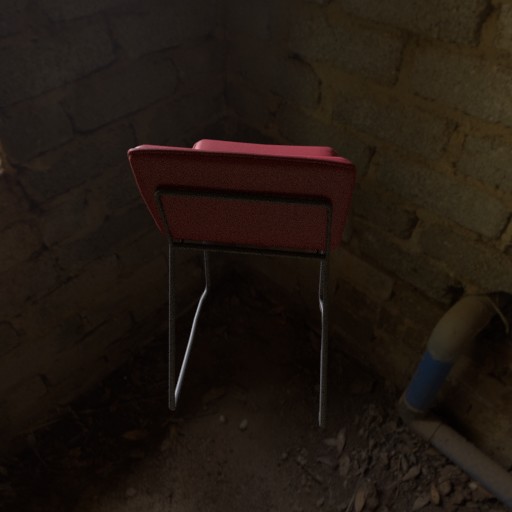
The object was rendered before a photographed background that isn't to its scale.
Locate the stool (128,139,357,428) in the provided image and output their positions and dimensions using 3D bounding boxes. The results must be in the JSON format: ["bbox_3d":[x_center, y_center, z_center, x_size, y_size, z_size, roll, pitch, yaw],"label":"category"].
[{"bbox_3d":[0.000,0.000,1.218,0.489,0.937,0.524,5,45,5],"label":"stool"}]
